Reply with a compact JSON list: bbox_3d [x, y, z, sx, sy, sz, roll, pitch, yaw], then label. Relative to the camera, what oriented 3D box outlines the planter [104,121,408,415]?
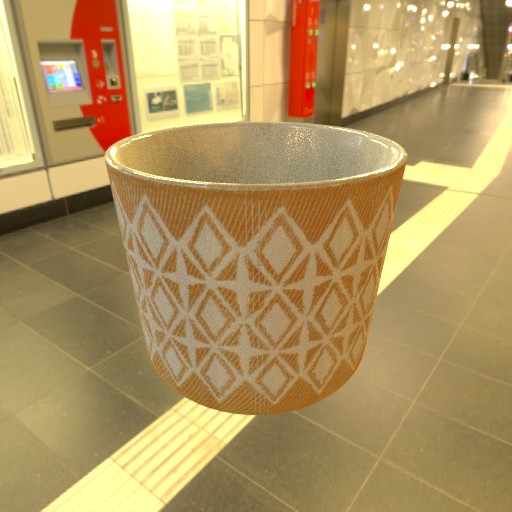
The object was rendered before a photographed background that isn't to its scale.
[{"bbox_3d":[0.000,0.000,0.330,0.193,0.165,0.193,0,26,0],"label":"planter"}]
